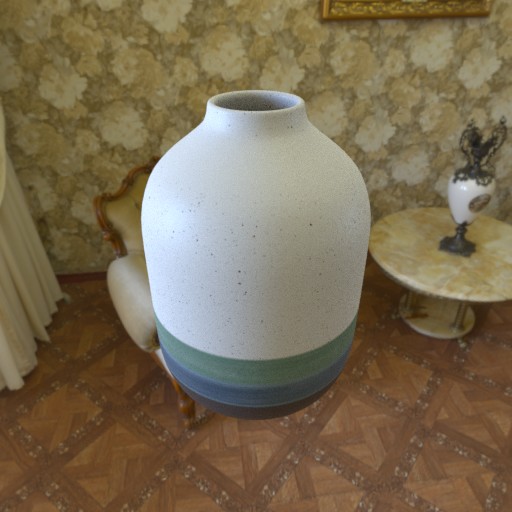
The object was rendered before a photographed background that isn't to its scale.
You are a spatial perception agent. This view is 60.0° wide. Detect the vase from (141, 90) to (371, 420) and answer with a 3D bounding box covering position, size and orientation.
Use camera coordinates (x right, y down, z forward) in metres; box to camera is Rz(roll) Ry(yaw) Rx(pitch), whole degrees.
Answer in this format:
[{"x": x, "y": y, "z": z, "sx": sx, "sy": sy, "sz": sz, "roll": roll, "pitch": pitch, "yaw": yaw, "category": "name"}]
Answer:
[{"x": 0.000, "y": 0.000, "z": 0.353, "sx": 0.169, "sy": 0.240, "sz": 0.169, "roll": 0, "pitch": 32, "yaw": 0, "category": "vase"}]
